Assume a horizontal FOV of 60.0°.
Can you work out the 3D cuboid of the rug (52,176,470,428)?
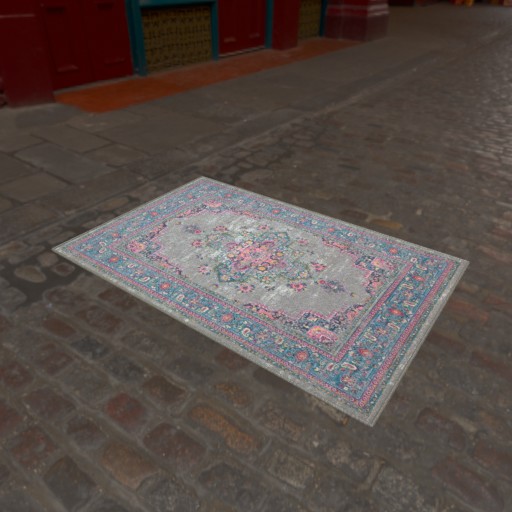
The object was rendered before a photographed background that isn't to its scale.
[{"bbox_3d":[0.000,0.000,2.201,1.748,0.014,1.144,22,40,30],"label":"rug"}]
